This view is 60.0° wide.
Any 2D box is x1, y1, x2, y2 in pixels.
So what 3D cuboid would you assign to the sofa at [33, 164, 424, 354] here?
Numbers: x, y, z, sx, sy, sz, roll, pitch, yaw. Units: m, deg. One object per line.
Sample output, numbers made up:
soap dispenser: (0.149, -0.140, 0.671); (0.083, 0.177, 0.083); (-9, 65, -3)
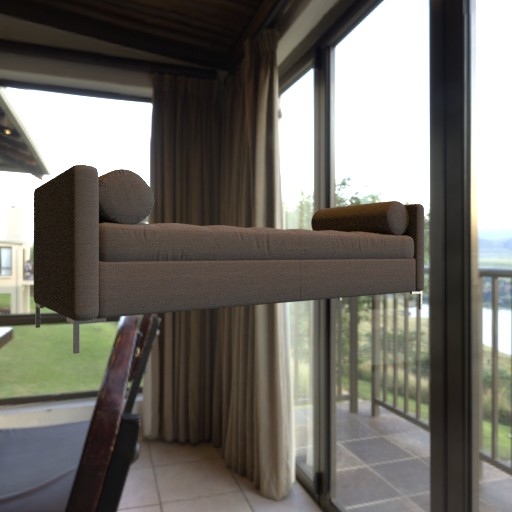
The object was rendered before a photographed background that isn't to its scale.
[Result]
sofa: (0.000, 0.000, 2.298); (1.981, 0.635, 0.686); (0, 0, -37)
